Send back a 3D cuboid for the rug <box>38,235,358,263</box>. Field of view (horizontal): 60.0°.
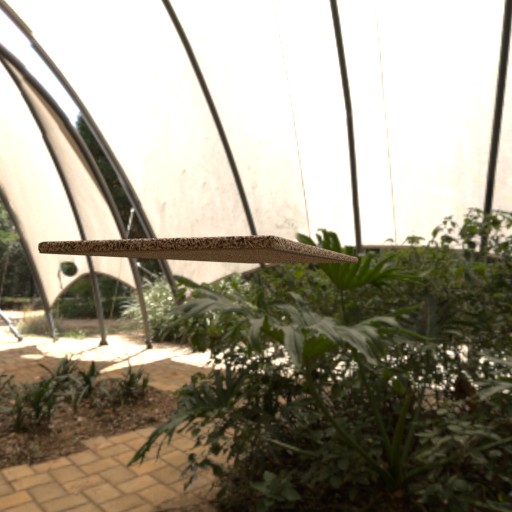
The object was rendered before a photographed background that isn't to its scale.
[{"bbox_3d":[0.000,0.000,1.697,0.609,0.030,1.524,-1,-2,19],"label":"rug"}]
